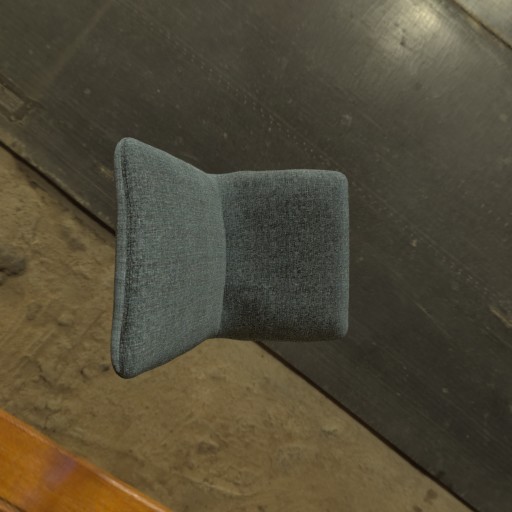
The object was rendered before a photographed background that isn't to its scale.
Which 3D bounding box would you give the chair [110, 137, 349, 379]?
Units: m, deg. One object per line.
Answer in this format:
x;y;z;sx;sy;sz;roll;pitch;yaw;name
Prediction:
0.000;0.000;1.308;0.563;0.974;0.522;0;90;0;chair
